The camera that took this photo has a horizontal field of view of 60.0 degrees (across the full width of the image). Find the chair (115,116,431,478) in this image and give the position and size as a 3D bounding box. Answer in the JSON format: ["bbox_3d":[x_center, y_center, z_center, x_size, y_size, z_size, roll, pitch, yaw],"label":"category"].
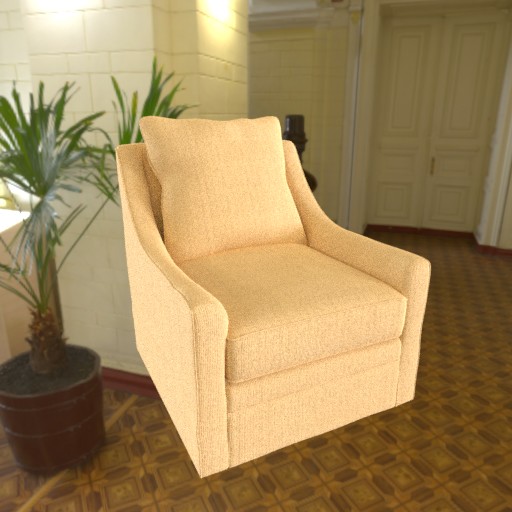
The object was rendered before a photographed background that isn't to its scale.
[{"bbox_3d":[0.000,0.000,1.540,0.760,0.927,0.876,-9,20,-25],"label":"chair"}]
